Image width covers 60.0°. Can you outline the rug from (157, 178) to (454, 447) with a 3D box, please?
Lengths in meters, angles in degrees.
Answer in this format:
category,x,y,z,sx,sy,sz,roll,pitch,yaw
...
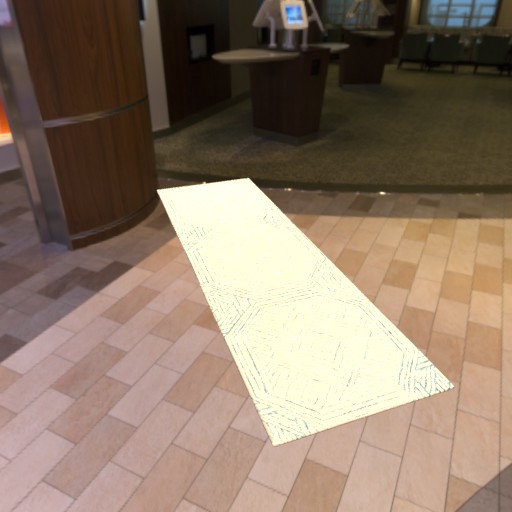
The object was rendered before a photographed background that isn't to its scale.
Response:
category,x,y,z,sx,sy,sz,roll,pitch,yaw
rug,0.000,0.000,2.618,0.775,0.012,2.452,-11,32,-17
